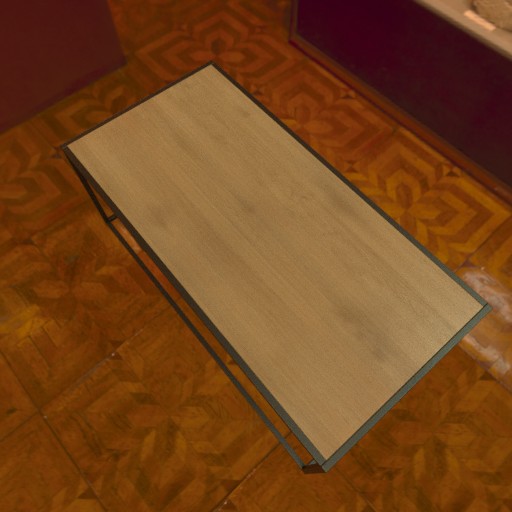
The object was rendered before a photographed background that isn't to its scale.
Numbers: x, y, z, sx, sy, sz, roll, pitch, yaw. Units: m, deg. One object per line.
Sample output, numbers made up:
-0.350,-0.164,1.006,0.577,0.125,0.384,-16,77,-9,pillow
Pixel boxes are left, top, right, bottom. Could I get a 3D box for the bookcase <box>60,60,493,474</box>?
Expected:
0.000,0.000,1.232,0.500,0.400,1.000,-37,69,-17,bookcase
